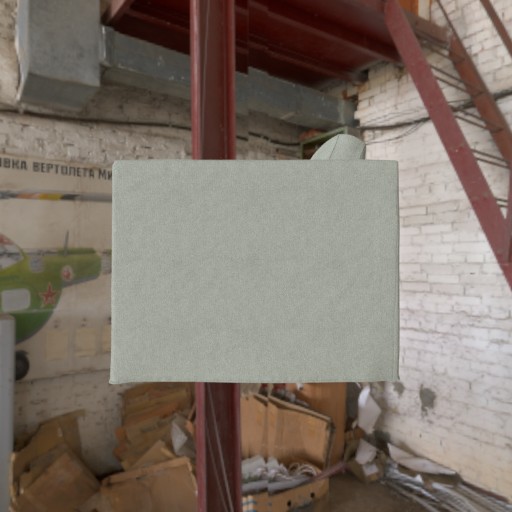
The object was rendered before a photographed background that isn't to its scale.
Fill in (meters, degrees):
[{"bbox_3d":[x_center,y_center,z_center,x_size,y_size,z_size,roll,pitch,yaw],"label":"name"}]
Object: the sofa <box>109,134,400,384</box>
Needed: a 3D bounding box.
[{"bbox_3d":[0.000,0.000,2.245,0.944,0.830,1.727,0,-1,0],"label":"sofa"}]
